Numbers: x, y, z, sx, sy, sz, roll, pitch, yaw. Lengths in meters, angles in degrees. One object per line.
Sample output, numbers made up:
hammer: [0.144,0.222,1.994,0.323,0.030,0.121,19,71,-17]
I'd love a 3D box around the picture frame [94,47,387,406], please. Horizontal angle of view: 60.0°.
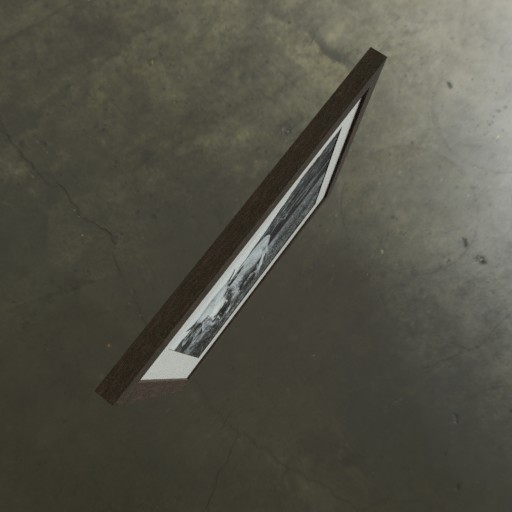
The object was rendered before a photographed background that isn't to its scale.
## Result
picture frame: [0.000,0.000,0.750,0.026,0.455,0.546,36,78,9]
